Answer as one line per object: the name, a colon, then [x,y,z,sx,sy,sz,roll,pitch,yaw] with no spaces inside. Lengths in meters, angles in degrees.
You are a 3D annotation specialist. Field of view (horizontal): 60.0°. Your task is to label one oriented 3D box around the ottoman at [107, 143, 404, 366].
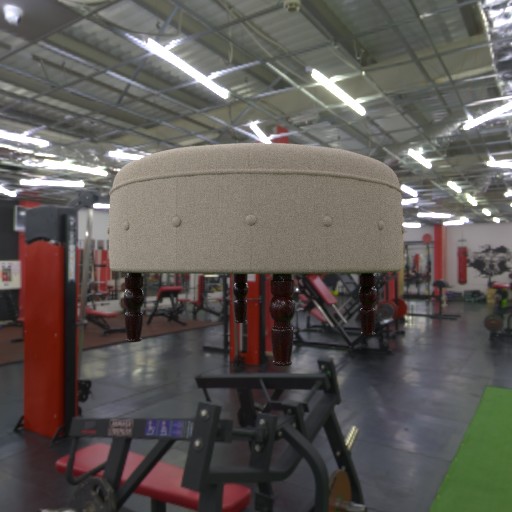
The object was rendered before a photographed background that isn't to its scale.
ottoman: [0.000,0.000,1.345,0.848,0.494,0.848,0,-1,0]
